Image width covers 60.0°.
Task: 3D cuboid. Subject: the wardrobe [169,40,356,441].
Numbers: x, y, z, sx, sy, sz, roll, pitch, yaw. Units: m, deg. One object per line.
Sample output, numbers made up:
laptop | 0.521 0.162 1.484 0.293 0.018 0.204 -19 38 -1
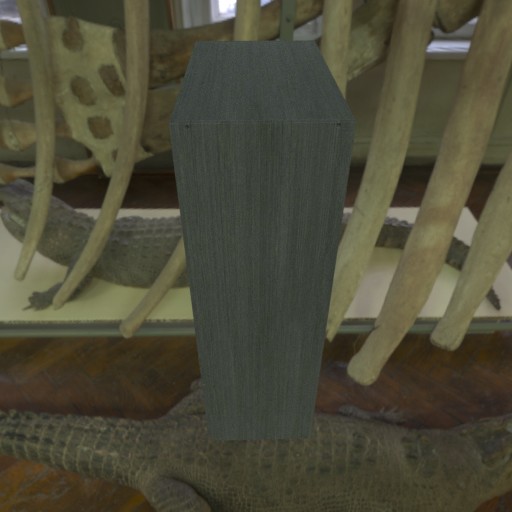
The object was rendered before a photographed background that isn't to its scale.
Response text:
wardrobe | 0.000 0.000 2.268 0.577 1.808 0.991 -1 39 -1
